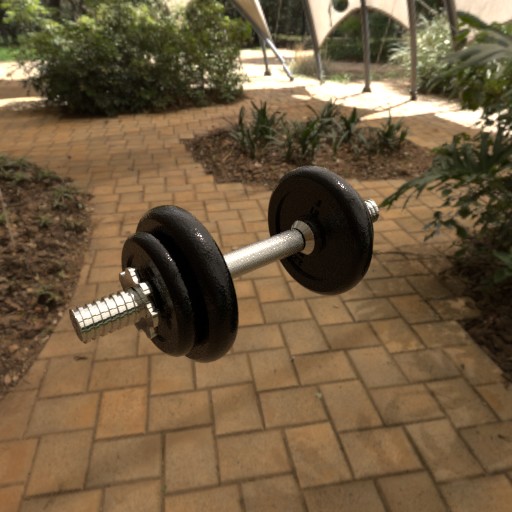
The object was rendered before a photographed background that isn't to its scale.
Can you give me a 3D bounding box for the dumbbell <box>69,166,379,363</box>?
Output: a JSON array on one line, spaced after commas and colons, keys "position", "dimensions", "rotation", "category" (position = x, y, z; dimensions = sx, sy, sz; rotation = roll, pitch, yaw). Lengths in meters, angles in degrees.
[{"position": [0.000, 0.000, 0.612], "dimensions": [0.497, 0.202, 0.202], "rotation": [-22, 36, -33], "category": "dumbbell"}]
